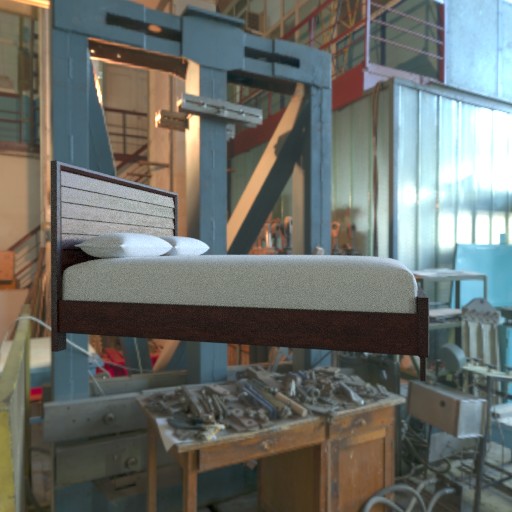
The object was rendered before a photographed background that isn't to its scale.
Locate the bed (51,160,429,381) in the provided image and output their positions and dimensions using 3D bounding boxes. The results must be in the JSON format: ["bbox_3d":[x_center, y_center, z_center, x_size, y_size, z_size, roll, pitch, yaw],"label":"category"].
[{"bbox_3d":[0.000,0.000,4.035,2.803,1.492,2.040,0,1,17],"label":"bed"}]
